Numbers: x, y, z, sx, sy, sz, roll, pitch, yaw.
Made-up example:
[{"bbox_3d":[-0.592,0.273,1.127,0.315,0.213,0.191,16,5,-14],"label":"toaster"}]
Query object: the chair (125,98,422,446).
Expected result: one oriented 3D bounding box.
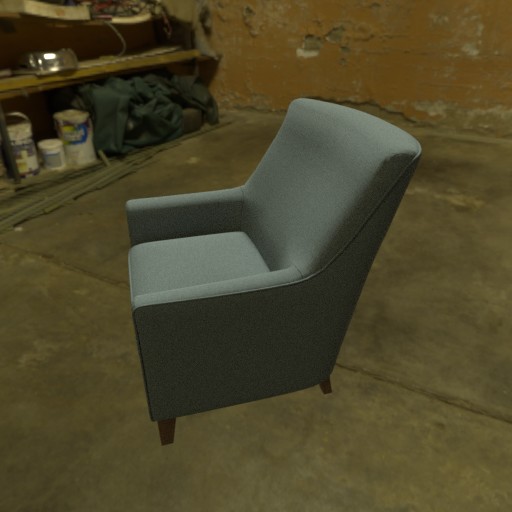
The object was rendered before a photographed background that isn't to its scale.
[{"bbox_3d":[0.000,0.000,1.557,0.879,0.916,0.756,-8,31,-14],"label":"chair"}]
